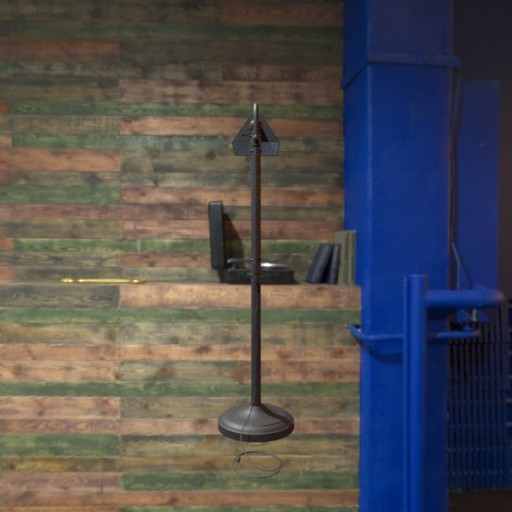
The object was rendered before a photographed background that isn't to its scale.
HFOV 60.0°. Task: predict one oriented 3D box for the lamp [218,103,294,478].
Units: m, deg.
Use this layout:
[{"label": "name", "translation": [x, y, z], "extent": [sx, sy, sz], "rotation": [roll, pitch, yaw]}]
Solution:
[{"label": "lamp", "translation": [0.000, 0.000, 0.978], "extent": [0.159, 0.708, 0.545], "rotation": [0, 1, 0]}]
